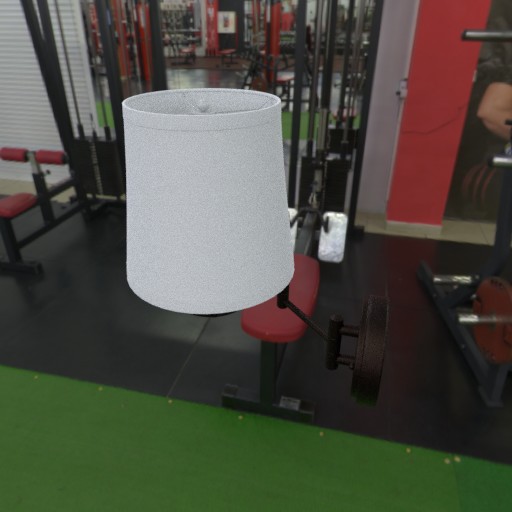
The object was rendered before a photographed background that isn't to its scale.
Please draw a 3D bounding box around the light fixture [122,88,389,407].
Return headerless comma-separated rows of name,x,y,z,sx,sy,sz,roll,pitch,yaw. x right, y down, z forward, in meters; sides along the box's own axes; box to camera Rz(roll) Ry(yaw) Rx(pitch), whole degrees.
light fixture,0.000,0.000,0.259,0.157,0.172,0.100,8,30,14
